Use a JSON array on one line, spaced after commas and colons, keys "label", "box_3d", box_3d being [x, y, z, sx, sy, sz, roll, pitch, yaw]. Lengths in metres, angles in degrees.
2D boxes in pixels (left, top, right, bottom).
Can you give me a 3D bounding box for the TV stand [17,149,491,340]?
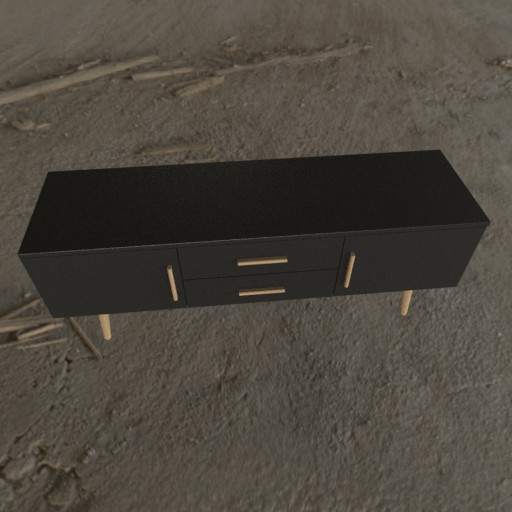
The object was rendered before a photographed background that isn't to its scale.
[{"label": "TV stand", "box_3d": [0.000, 0.000, 1.530, 1.312, 0.518, 0.390, -4, 46, -4]}]
